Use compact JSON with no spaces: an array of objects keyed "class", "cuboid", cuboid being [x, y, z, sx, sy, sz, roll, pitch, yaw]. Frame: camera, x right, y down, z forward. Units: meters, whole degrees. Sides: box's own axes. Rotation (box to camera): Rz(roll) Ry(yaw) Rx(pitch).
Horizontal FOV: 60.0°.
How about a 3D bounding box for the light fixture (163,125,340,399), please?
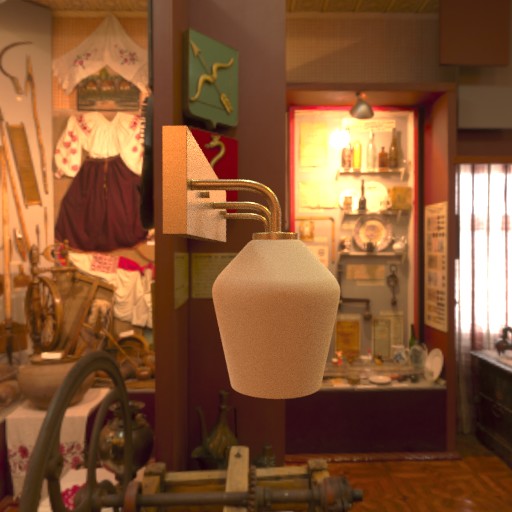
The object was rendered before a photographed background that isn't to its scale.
[{"class":"light fixture","cuboid":[0.000,0.000,0.729,0.190,0.280,0.609,0,1,0]}]
